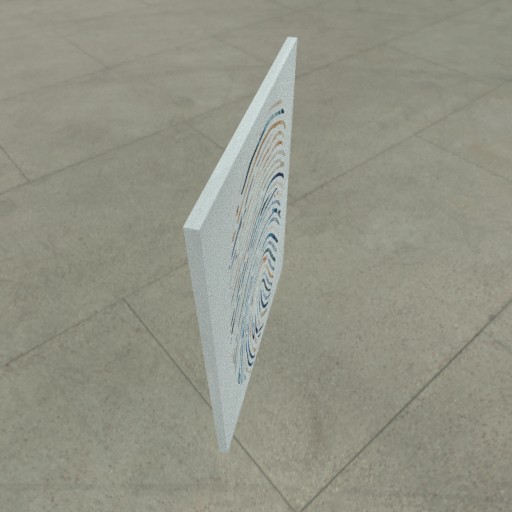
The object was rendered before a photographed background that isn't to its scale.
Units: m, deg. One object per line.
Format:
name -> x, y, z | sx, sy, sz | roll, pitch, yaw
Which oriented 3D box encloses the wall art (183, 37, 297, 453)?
wall art -> 0.000, 0.000, 0.981 | 0.021, 0.710, 0.609 | 11, 47, 10
